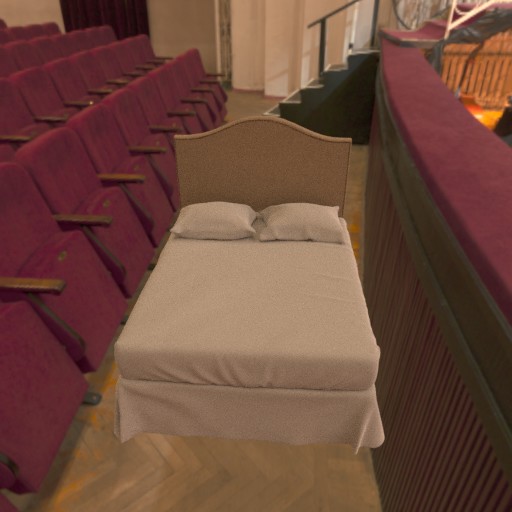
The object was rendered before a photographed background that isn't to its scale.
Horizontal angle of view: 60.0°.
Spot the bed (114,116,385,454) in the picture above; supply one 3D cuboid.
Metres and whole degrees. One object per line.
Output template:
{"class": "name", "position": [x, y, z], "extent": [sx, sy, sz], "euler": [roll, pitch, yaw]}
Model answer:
{"class": "bed", "position": [0.000, 0.000, 3.405], "extent": [1.876, 1.645, 2.221], "euler": [2, 31, 3]}
